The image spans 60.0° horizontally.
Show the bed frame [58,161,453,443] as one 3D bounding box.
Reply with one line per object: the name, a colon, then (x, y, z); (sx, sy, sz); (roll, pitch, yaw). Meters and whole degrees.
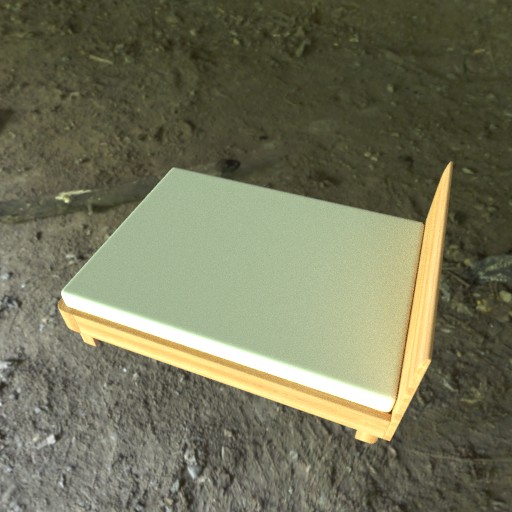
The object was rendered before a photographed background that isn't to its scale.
bed frame: (0.000, 0.000, 2.764); (1.992, 0.940, 1.472); (15, 47, 14)
